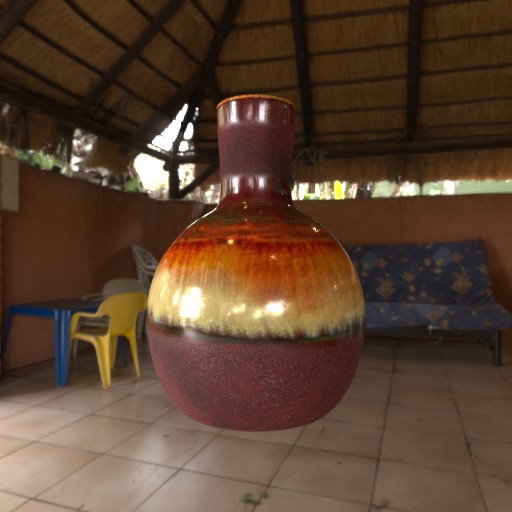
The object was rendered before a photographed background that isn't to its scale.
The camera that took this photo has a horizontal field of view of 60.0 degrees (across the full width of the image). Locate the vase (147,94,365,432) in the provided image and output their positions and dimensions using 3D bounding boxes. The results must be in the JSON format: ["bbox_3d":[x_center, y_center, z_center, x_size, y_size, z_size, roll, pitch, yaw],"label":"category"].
[{"bbox_3d":[0.000,0.000,0.231,0.111,0.154,0.111,0,0,0],"label":"vase"}]
